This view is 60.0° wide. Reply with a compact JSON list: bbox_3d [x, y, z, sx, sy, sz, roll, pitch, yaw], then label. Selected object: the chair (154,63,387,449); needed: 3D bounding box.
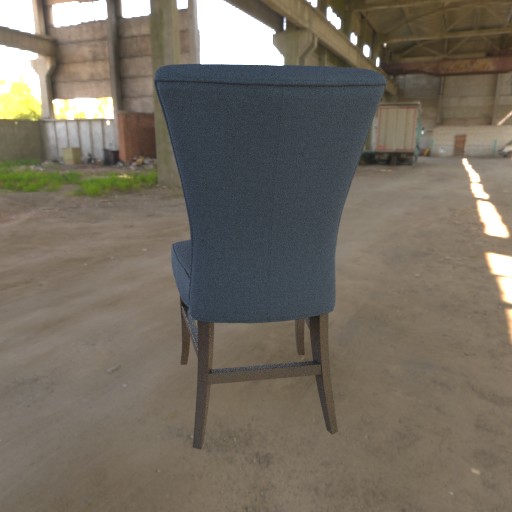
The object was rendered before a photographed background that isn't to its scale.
[{"bbox_3d":[0.000,0.000,1.332,0.520,0.991,0.660,-2,15,-9],"label":"chair"}]
